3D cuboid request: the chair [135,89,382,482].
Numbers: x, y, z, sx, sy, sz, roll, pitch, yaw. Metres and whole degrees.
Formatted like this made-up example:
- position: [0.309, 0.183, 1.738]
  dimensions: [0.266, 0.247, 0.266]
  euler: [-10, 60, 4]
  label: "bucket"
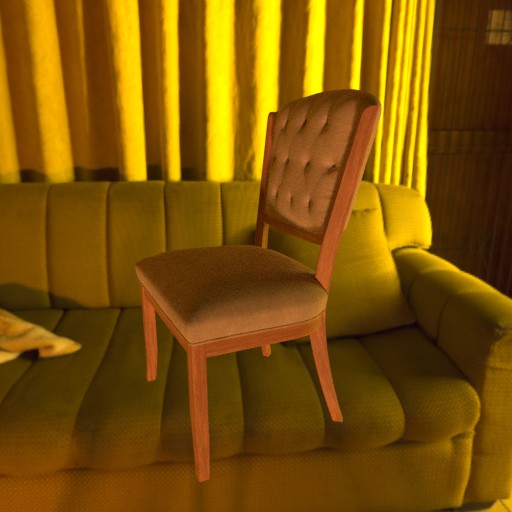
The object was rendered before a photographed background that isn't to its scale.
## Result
- position: [0.000, 0.000, 1.260]
  dimensions: [0.584, 0.905, 0.513]
  euler: [-8, 18, -26]
  label: "chair"
